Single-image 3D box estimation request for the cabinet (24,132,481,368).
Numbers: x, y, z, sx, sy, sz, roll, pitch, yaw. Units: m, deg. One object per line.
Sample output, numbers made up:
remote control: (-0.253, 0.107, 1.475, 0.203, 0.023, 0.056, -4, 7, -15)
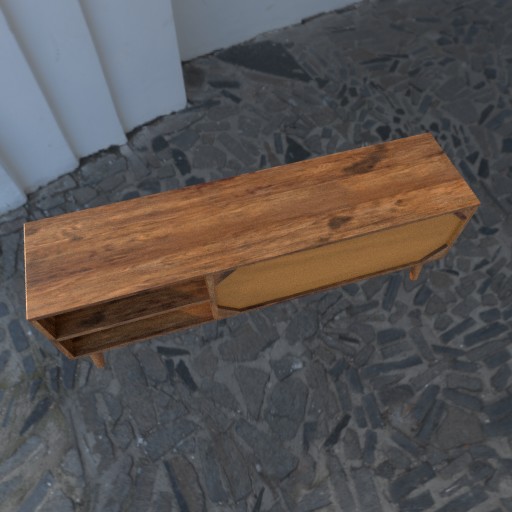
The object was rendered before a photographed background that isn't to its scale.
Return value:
cabinet: (0.000, 0.000, 1.667, 1.448, 0.528, 0.349, -14, 59, -9)
